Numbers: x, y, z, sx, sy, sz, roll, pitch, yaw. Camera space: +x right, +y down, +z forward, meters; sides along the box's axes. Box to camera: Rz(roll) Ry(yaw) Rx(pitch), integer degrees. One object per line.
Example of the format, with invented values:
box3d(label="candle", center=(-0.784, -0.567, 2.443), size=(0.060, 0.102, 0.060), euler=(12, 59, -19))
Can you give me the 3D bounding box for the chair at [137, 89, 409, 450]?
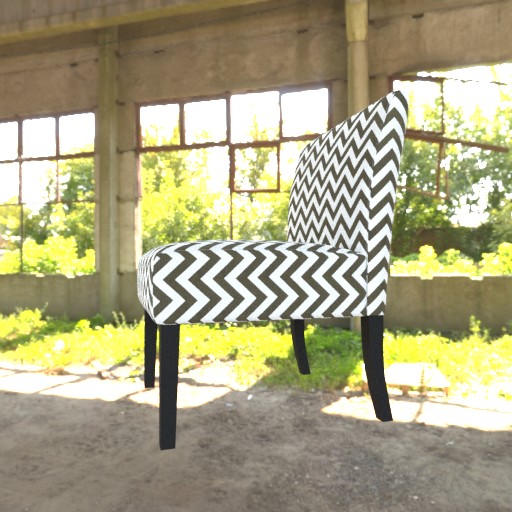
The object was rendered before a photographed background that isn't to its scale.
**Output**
box3d(label="chair", center=(0.000, 0.000, 1.289), size=(0.648, 0.838, 0.589), euler=(0, -1, -18))
